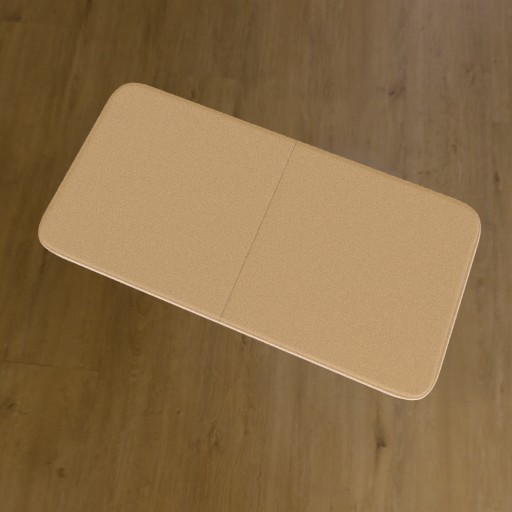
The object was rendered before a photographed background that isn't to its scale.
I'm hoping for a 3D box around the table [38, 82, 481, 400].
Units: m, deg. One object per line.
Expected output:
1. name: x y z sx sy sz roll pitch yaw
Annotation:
1. table: 0.000 0.000 1.665 1.245 0.737 0.611 22 76 6
